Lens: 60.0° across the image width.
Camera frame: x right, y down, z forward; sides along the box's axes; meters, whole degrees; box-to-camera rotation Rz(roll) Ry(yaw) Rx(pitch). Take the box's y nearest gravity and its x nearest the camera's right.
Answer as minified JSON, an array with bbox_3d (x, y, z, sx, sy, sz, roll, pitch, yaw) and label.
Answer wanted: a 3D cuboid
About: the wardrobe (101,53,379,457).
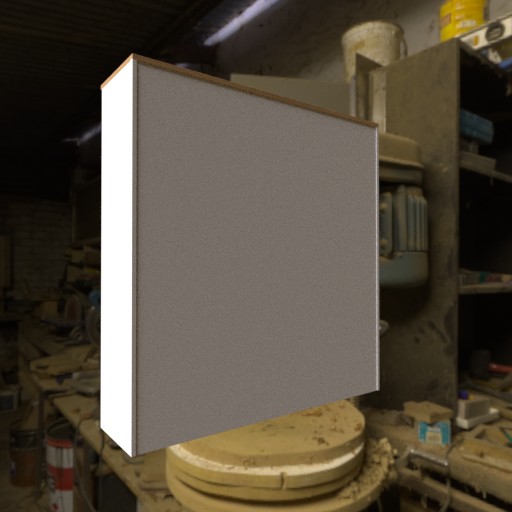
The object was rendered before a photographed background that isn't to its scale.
[{"bbox_3d":[0.000,0.000,3.358,2.160,2.260,0.590,0,-1,-36],"label":"wardrobe"}]
